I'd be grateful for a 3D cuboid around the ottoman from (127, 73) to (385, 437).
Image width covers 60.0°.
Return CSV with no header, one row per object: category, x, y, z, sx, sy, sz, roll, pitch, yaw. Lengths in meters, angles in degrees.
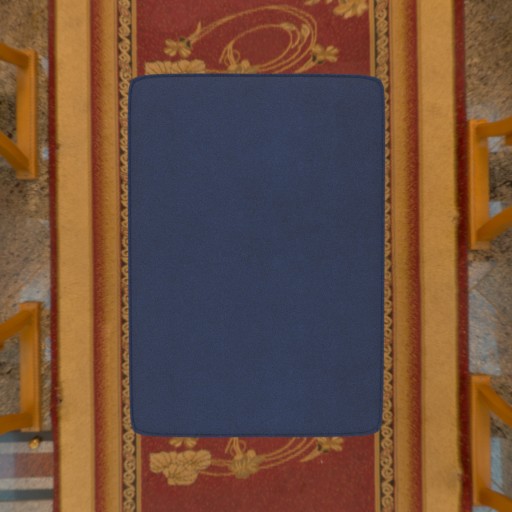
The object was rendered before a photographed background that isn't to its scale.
ottoman,0.000,0.000,1.414,0.686,0.584,0.965,0,91,0
